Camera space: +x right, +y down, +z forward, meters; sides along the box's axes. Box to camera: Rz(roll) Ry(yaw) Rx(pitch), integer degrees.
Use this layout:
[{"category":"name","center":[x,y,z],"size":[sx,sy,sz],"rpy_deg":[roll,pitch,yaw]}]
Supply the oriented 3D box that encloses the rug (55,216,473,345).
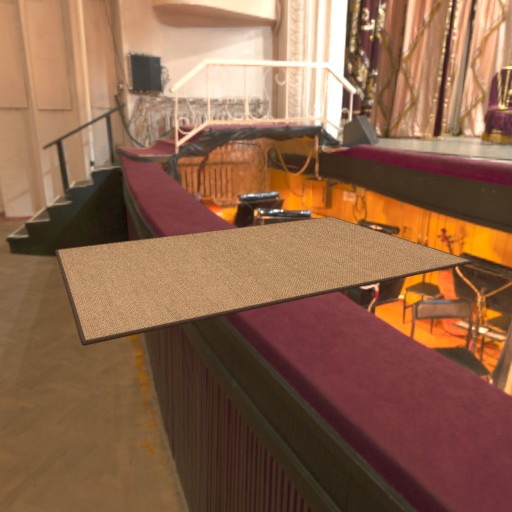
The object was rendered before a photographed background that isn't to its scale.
[{"category":"rug","center":[0.000,0.000,2.092],"size":[1.676,0.013,1.067],"rpy_deg":[-9,19,-26]}]
